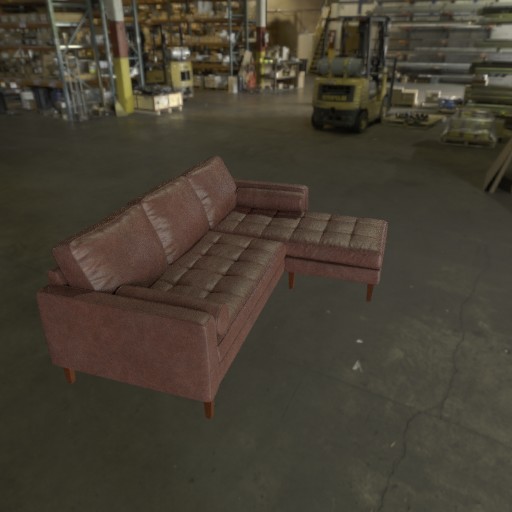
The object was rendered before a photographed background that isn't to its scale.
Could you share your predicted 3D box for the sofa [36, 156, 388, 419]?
[{"bbox_3d":[0.000,0.000,2.948,1.613,0.841,2.185,8,27,16],"label":"sofa"}]
